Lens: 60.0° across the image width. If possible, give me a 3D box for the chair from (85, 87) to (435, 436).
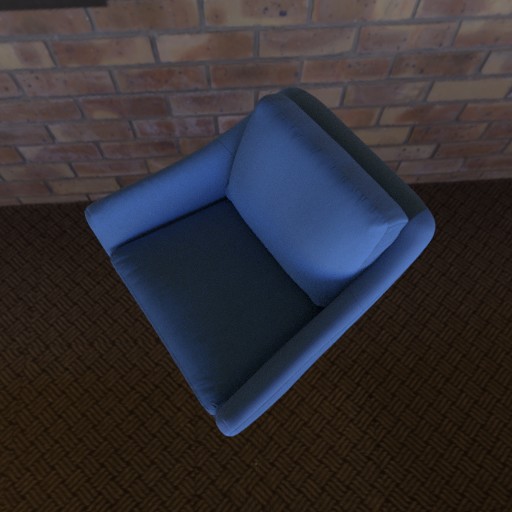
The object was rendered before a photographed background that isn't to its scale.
[{"bbox_3d":[0.000,0.000,1.751,0.961,0.899,0.987,-33,69,-14],"label":"chair"}]
